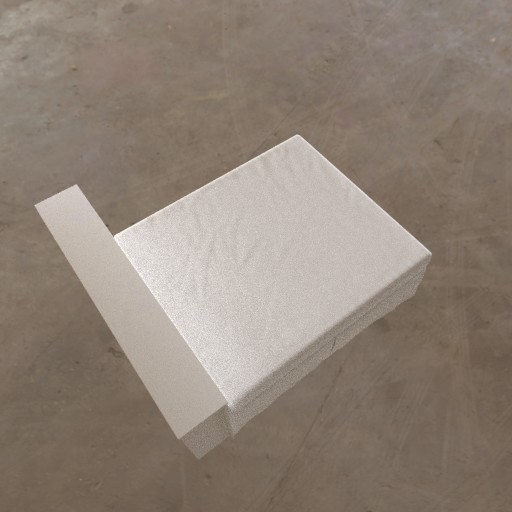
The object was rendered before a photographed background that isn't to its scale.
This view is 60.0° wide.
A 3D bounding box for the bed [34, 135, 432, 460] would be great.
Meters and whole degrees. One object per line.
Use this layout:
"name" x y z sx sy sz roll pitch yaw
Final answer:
"bed" 0.000 0.000 3.156 2.133 1.092 1.671 -33 64 -18
